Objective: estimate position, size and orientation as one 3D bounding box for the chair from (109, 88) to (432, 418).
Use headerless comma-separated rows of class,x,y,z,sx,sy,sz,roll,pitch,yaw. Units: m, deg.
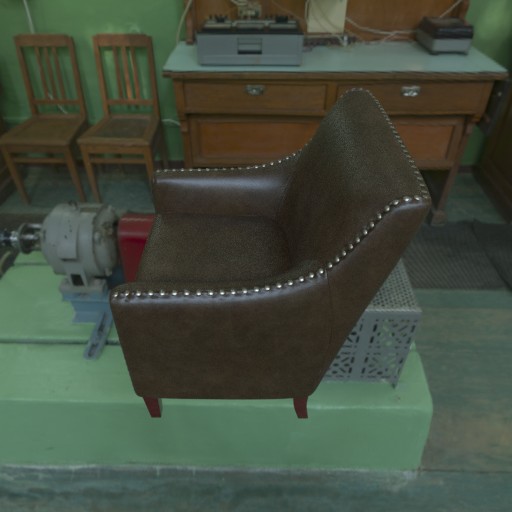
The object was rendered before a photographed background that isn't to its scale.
chair,0.000,0.000,1.327,0.704,0.813,0.639,0,40,0
